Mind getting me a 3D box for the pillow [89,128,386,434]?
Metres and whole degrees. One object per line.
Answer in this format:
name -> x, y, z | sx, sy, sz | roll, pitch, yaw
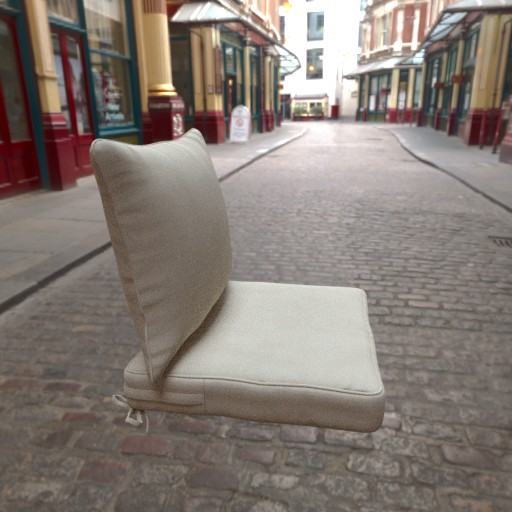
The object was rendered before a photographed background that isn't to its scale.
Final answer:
pillow -> 0.000, 0.000, 1.332 | 0.733, 0.716, 0.798 | 3, 18, 9
